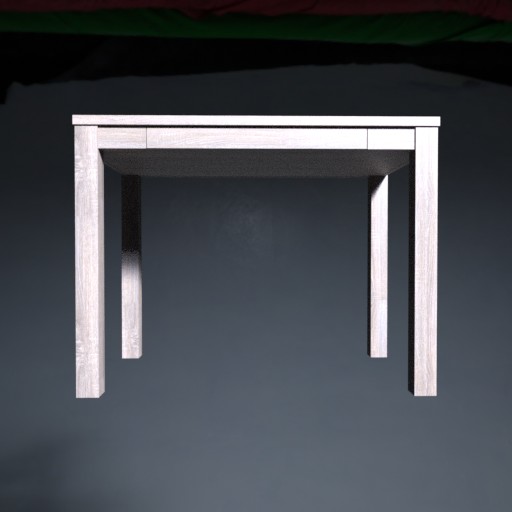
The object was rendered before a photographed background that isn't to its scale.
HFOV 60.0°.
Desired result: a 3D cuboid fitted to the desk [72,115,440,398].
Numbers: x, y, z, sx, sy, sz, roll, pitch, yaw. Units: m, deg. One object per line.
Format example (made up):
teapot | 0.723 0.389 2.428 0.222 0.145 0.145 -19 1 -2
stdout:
desk | 0.000 0.000 1.447 0.991 0.762 0.495 0 1 -1
